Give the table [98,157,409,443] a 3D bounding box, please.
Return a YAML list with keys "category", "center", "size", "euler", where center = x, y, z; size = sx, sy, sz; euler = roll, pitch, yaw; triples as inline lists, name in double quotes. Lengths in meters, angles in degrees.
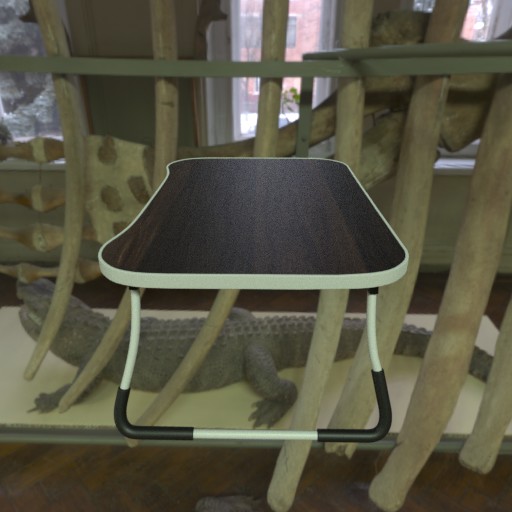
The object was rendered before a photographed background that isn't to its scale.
- category: "table"
  center: [0.000, 0.000, 0.829]
  size: [0.400, 0.232, 0.660]
  euler: [0, 25, 1]
